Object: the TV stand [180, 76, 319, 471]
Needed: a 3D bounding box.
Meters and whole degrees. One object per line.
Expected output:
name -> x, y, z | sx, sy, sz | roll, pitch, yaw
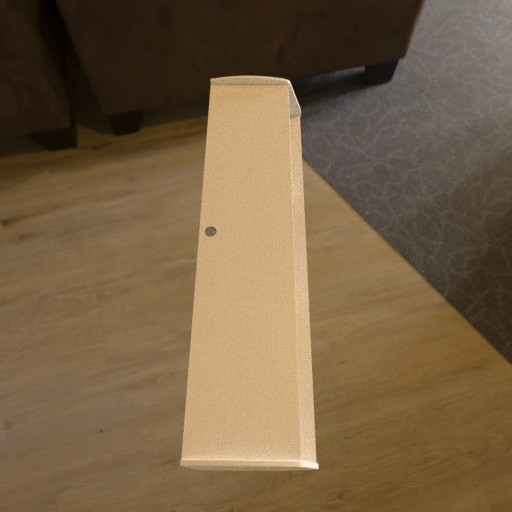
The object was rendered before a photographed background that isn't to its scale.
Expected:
TV stand -> 0.000, 0.000, 1.701 | 0.397, 0.424, 1.473 | 0, 63, 0
